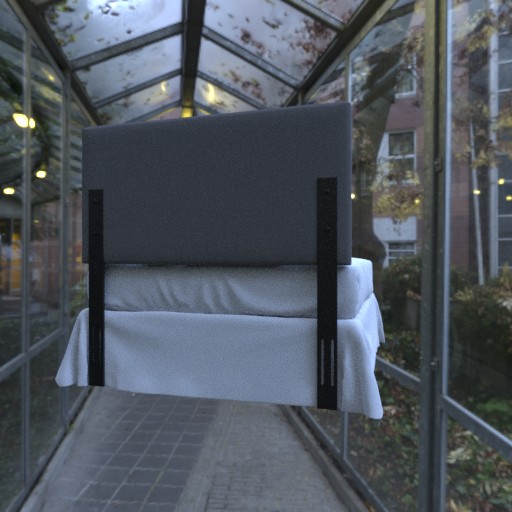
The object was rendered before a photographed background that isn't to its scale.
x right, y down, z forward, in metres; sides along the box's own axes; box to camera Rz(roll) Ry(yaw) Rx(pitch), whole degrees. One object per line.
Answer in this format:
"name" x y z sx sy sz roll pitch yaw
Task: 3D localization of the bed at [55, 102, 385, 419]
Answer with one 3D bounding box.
"bed" 0.000 0.000 3.448 1.936 1.577 2.222 0 0 17
